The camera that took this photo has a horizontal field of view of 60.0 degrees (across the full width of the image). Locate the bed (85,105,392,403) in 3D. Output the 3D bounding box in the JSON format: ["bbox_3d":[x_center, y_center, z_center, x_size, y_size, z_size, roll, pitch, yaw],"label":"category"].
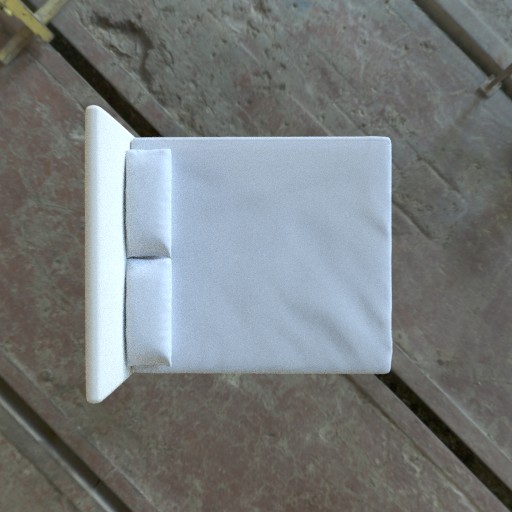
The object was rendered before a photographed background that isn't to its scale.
[{"bbox_3d":[0.000,0.000,3.634,2.341,1.317,2.119,0,90,1],"label":"bed"}]
